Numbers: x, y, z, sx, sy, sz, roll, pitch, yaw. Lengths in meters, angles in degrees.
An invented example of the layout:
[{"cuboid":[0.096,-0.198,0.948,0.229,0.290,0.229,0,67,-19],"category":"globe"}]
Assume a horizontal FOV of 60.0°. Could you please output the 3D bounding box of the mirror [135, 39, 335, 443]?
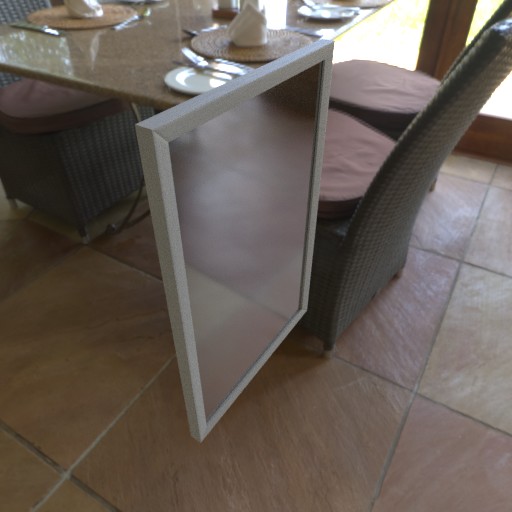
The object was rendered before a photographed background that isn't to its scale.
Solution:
[{"cuboid":[0.000,0.000,1.147,0.040,0.915,0.609,23,45,26],"category":"mirror"}]
